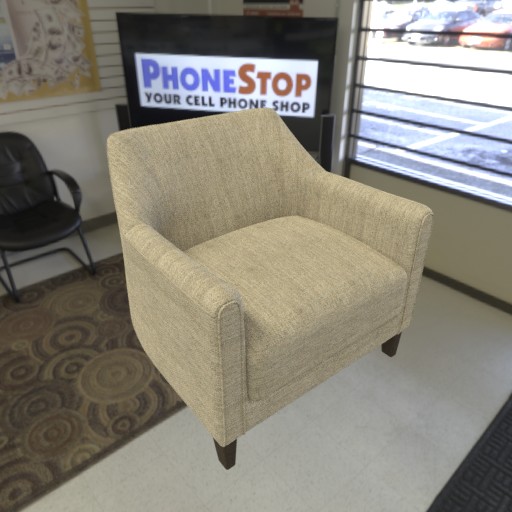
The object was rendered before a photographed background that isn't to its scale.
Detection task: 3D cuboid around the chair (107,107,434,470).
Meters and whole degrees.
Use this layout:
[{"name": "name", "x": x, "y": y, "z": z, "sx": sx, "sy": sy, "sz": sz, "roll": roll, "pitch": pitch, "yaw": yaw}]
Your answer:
[{"name": "chair", "x": 0.000, "y": 0.000, "z": 1.436, "sx": 0.796, "sy": 0.761, "sz": 0.758, "roll": -21, "pitch": 36, "yaw": -32}]
